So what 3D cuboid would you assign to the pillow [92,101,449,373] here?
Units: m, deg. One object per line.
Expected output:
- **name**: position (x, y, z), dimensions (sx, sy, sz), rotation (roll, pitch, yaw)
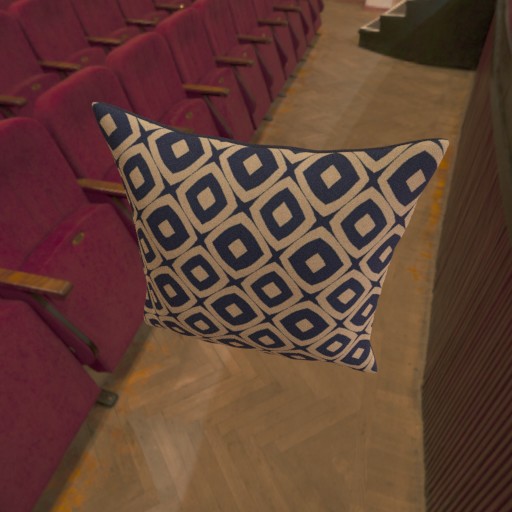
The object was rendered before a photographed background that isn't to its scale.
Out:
- **pillow**: position (0.000, 0.000, 0.766), dimensions (0.504, 0.494, 0.188), rotation (10, 41, 11)
